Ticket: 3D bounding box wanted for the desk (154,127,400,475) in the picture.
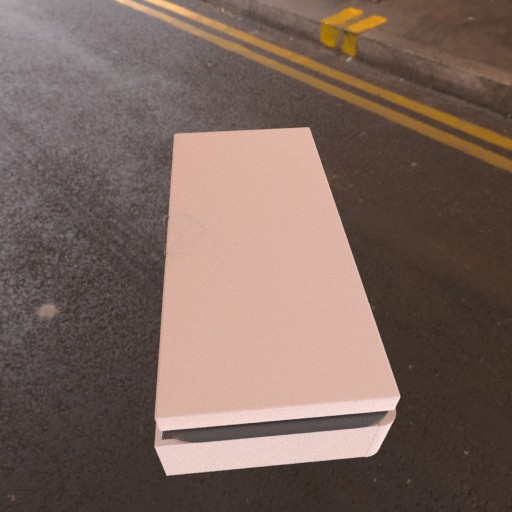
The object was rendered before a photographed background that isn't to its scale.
[{"bbox_3d":[0.000,0.000,2.293,0.900,0.526,1.900,-4,46,-4],"label":"desk"}]
